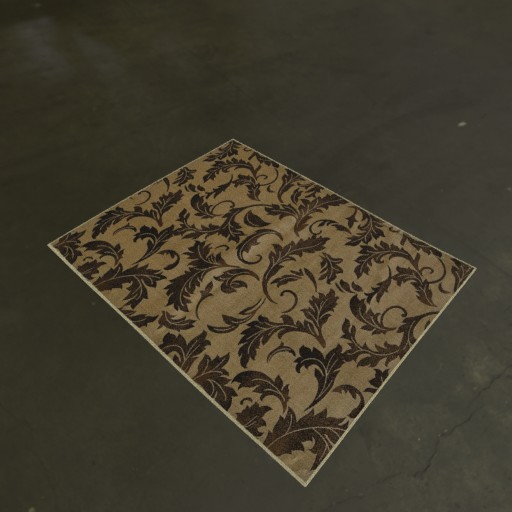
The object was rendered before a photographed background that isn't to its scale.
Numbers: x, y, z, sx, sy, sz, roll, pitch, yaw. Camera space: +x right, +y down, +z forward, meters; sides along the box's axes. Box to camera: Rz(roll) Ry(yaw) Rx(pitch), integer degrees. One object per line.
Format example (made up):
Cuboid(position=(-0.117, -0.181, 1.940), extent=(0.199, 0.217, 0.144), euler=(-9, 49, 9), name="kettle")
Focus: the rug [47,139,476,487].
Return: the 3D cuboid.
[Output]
Cuboid(position=(0.000, 0.000, 3.906), extent=(2.977, 0.008, 2.380), euler=(34, 56, 28), name="rug")
